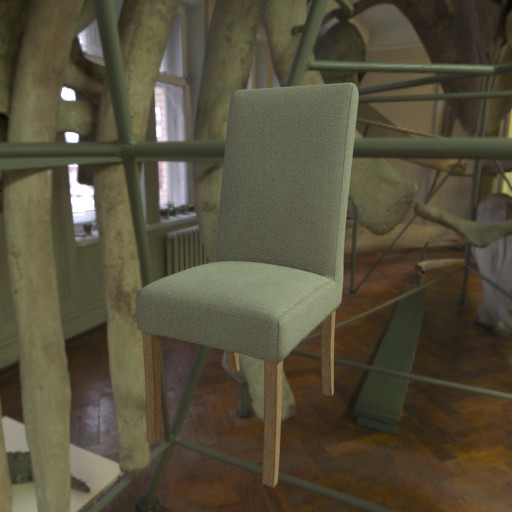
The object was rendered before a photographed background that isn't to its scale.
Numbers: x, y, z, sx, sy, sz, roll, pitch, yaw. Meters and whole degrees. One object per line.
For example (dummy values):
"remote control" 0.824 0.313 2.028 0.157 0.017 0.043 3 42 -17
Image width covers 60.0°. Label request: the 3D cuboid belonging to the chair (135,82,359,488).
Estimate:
"chair" 0.000 0.000 1.349 0.450 1.033 0.611 7 15 26
